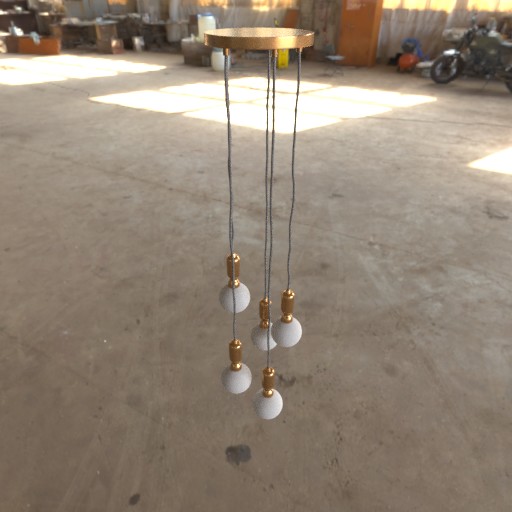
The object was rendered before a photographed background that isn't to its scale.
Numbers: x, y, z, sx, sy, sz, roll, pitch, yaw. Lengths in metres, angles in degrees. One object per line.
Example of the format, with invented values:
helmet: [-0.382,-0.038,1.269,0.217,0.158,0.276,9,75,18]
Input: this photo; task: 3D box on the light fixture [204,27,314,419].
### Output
light fixture: [0.000,0.000,0.505,0.105,0.457,0.108,-22,38,-32]
